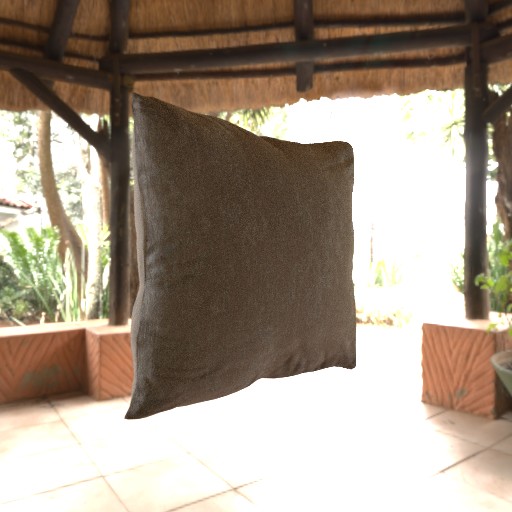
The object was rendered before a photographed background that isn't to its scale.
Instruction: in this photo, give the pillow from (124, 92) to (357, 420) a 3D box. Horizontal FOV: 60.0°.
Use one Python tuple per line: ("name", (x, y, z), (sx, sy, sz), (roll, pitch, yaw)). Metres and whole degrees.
("pillow", (0.000, 0.000, 0.741), (0.450, 0.448, 0.245), (0, 0, -36))
